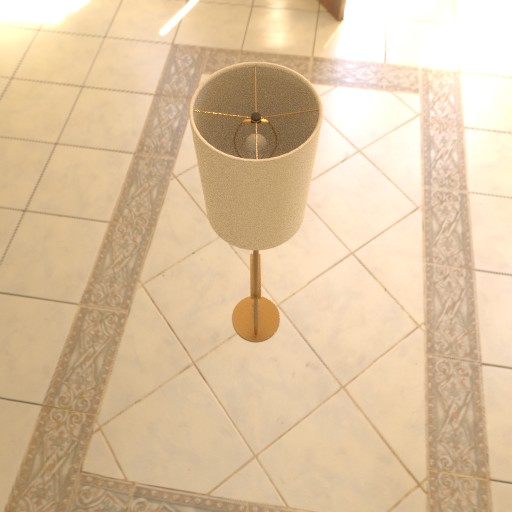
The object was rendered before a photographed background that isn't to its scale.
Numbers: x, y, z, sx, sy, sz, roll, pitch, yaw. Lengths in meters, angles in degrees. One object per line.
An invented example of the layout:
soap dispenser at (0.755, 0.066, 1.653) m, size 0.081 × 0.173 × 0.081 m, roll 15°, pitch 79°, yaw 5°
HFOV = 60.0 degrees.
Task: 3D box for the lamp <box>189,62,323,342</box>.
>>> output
lamp at (0.000, 0.000, 1.678) m, size 0.305 × 1.500 × 0.306 m, roll -1°, pitch 63°, yaw 0°
